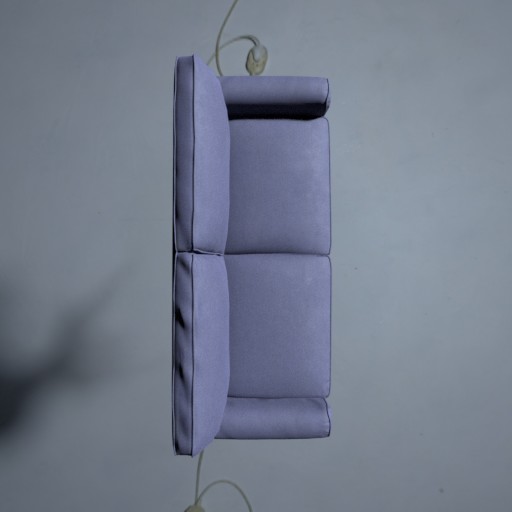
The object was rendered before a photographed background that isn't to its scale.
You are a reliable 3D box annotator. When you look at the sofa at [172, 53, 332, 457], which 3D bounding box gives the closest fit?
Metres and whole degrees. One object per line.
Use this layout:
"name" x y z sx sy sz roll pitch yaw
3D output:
"sofa" 0.000 0.000 2.832 0.983 1.094 2.256 0 88 1
